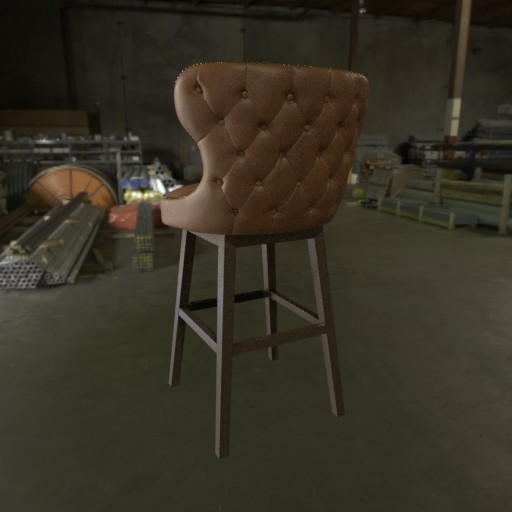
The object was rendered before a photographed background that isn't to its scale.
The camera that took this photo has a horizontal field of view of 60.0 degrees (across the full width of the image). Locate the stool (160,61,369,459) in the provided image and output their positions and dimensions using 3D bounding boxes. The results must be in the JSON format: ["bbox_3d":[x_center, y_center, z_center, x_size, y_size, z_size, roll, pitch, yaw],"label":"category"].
[{"bbox_3d":[0.000,0.000,1.448,0.591,1.087,0.606,-8,16,-27],"label":"stool"}]
